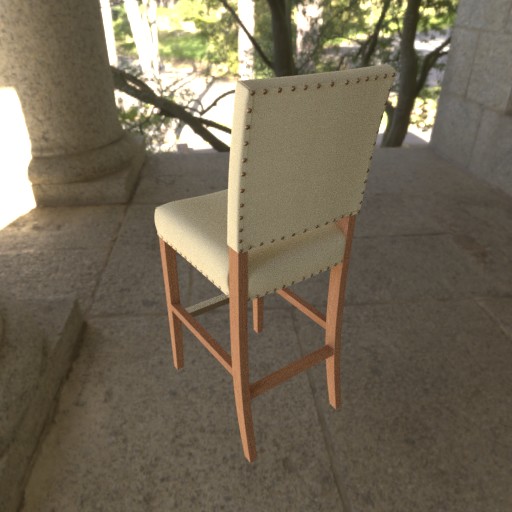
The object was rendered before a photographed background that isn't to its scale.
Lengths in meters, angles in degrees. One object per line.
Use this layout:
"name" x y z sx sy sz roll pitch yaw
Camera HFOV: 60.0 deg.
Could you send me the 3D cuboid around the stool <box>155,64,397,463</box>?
"stool" 0.000 0.000 1.436 0.445 1.168 0.584 -19 35 -30
